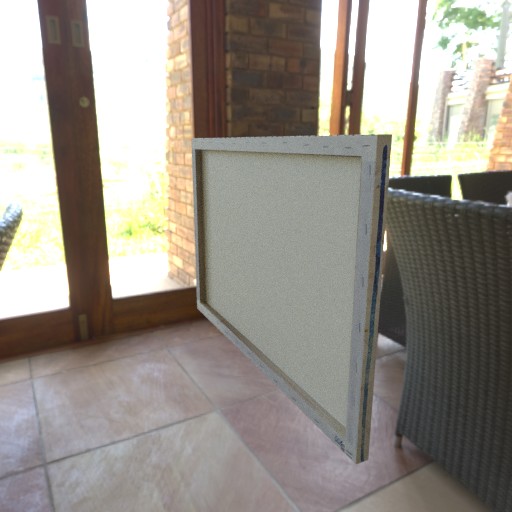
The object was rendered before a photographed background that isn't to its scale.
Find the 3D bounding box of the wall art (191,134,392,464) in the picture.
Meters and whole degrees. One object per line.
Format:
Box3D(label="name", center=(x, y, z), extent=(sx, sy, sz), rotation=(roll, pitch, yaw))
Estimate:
Box3D(label="wall art", center=(0.000, 0.000, 1.462), extent=(0.038, 0.757, 1.143), rotation=(-7, 16, -26))
